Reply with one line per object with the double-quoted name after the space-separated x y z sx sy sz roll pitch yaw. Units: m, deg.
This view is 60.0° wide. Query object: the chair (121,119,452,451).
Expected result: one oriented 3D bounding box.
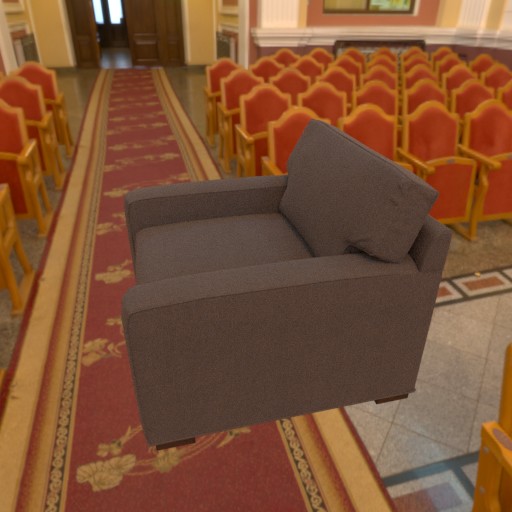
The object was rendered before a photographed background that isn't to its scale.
0.000 0.000 1.837 1.043 0.913 0.997 -7 30 -12 "chair"
